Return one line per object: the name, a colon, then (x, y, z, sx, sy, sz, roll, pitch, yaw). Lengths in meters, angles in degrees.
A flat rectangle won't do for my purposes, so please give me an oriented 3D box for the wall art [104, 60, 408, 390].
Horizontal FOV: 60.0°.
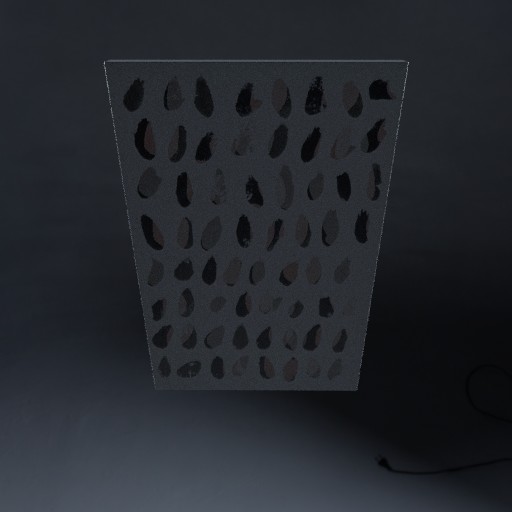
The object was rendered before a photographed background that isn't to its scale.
wall art: (0.000, 0.000, 0.750, 0.405, 0.608, 0.025, 0, 30, 0)
